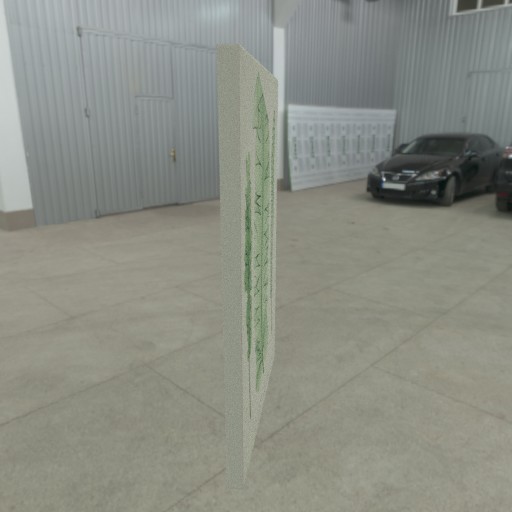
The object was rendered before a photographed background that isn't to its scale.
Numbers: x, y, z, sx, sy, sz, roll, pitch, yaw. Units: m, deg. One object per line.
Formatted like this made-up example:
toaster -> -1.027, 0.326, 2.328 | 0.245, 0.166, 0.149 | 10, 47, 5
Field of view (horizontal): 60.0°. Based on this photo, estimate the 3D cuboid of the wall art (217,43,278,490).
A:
wall art -> 0.000, 0.000, 1.158 | 0.038, 0.914, 0.610 | 3, 16, 9
